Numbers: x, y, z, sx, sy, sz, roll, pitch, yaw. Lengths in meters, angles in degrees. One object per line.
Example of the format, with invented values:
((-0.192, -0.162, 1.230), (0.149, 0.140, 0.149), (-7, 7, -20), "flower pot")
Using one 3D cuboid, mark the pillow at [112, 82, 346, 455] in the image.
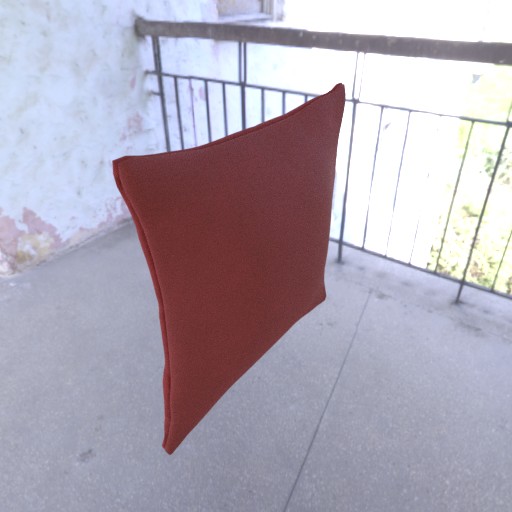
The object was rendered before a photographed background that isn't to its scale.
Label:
((0.000, 0.000, 0.642), (0.151, 0.416, 0.435), (22, 38, 30), "pillow")
